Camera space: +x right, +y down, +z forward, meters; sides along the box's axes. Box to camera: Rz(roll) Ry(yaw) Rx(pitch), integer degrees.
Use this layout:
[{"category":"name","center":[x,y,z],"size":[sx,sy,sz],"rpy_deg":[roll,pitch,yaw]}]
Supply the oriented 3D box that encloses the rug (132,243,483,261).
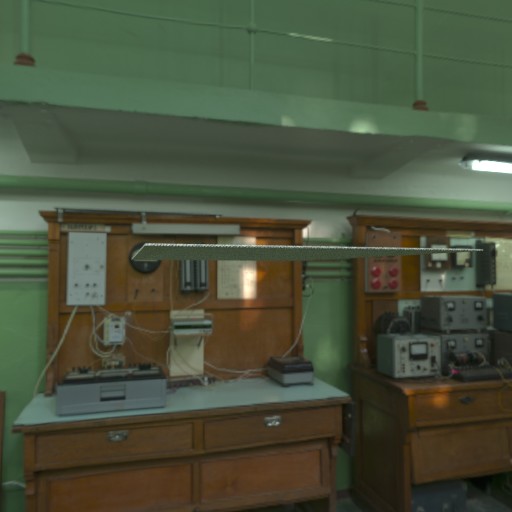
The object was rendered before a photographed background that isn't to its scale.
[{"category":"rug","center":[0.000,0.000,2.891],"size":[1.514,0.011,2.233],"rpy_deg":[1,-2,-17]}]
